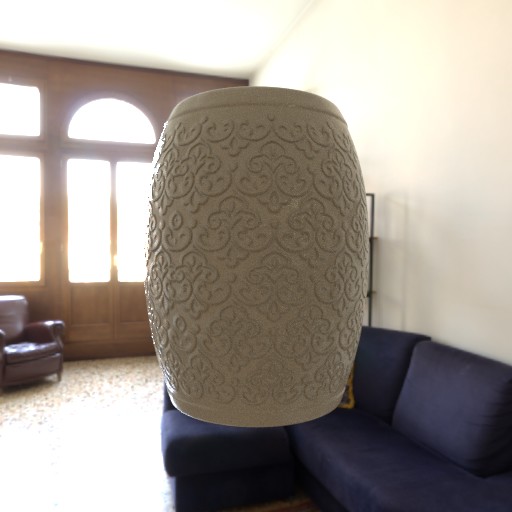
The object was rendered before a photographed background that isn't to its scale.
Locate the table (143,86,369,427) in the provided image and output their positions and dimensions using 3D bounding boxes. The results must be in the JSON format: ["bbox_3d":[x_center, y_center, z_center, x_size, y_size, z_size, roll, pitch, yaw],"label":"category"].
[{"bbox_3d":[0.000,0.000,0.625,0.309,0.397,0.309,0,1,0],"label":"table"}]
